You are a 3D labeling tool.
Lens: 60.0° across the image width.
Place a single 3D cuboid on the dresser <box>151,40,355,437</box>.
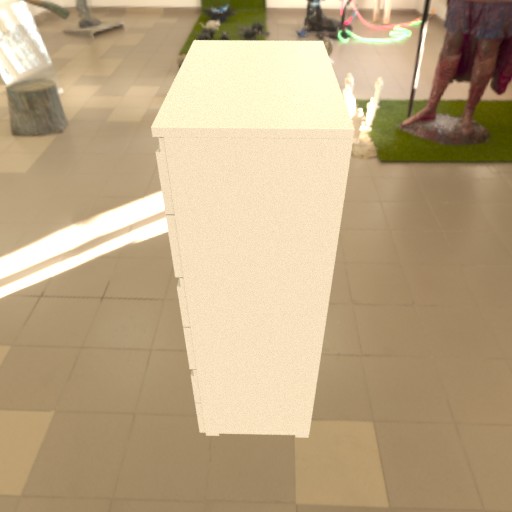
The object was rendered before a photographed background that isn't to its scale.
[{"bbox_3d":[0.000,0.000,1.498,0.400,1.190,0.650,1,40,1],"label":"dresser"}]
